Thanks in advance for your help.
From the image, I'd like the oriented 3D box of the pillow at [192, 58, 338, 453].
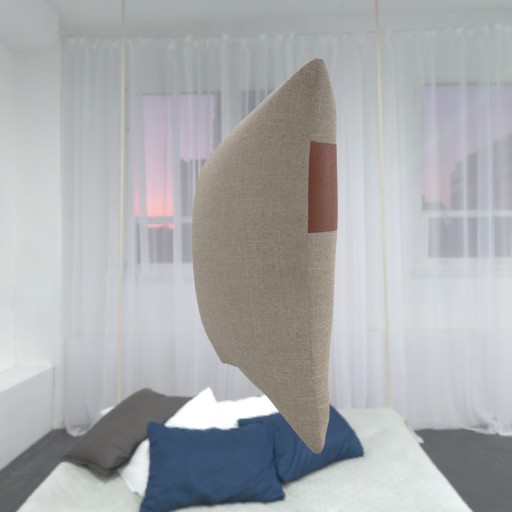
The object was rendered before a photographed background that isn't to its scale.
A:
[{"bbox_3d":[0.000,0.000,0.636,0.173,0.399,0.414,0,0,-18],"label":"pillow"}]
